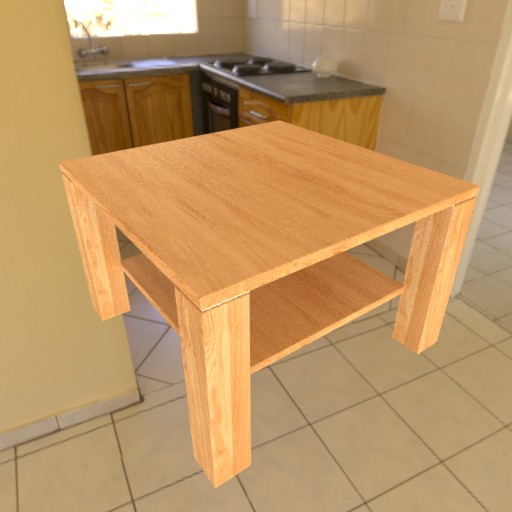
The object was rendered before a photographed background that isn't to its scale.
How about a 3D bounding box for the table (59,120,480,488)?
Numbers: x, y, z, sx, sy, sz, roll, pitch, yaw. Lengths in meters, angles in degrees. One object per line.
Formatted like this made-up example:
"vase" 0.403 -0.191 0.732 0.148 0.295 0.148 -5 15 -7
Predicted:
"table" 0.000 0.000 1.148 0.700 0.450 0.700 -21 37 -30
